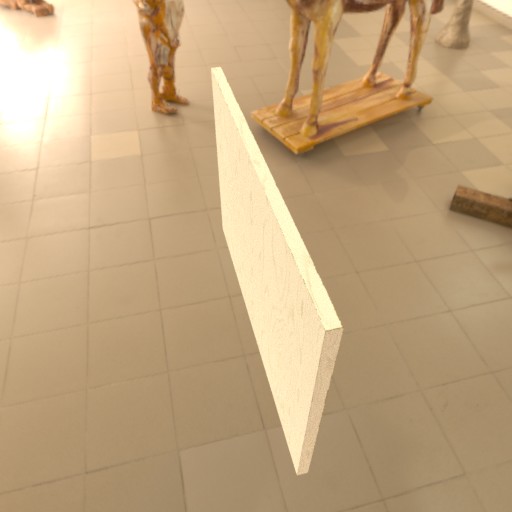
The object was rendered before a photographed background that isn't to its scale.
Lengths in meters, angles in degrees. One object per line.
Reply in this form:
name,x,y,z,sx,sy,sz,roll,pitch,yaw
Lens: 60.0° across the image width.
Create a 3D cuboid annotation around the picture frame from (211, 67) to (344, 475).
picture frame,0.000,0.000,1.214,0.029,0.640,0.950,-10,47,-10
